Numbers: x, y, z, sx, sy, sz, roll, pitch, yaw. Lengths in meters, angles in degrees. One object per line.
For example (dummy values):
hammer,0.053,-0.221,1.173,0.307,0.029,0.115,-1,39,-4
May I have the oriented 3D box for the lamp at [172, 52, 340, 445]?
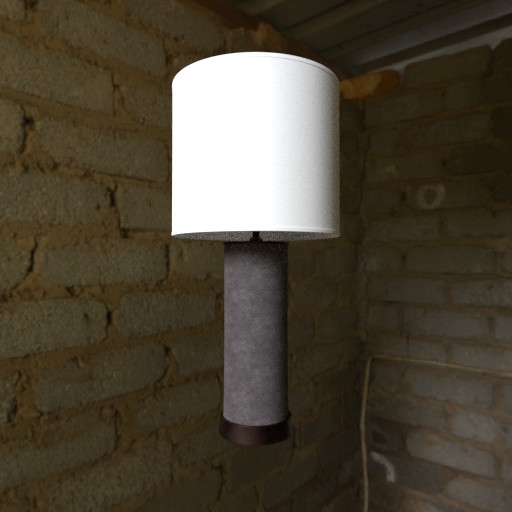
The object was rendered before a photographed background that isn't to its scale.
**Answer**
lamp,0.000,0.000,0.805,0.301,0.630,0.301,0,-1,1
